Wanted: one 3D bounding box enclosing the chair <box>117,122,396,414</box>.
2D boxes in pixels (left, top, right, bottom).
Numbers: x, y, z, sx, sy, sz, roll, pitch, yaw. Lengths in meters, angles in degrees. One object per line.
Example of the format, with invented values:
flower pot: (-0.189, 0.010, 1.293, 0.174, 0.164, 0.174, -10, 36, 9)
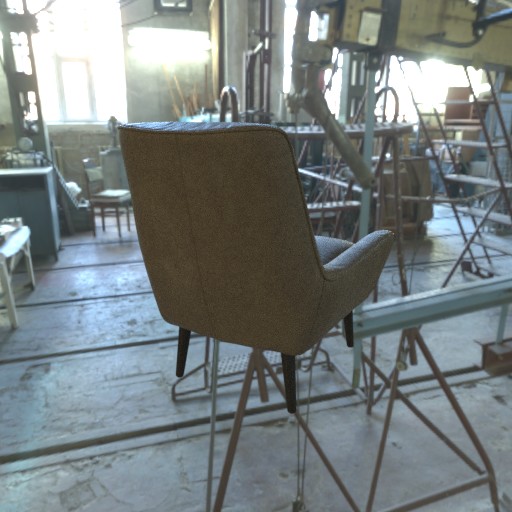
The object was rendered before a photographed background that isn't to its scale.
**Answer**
chair: (0.000, 0.000, 1.529, 0.787, 0.888, 0.824, 9, 19, 27)
